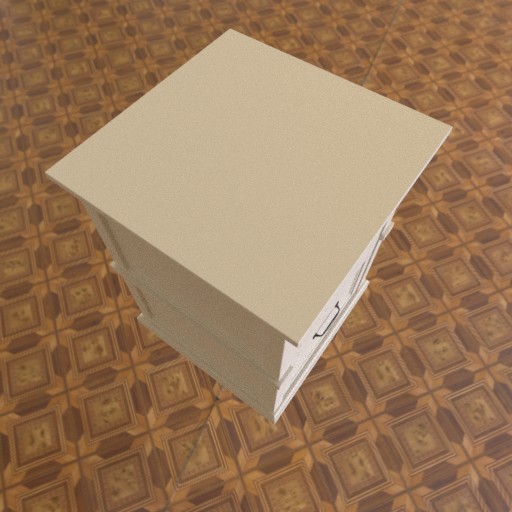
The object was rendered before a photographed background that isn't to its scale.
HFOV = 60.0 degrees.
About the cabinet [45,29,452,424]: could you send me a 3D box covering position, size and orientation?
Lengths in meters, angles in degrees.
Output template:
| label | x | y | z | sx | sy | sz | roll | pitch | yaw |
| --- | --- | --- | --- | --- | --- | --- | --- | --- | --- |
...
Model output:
| label | x | y | z | sx | sy | sz | roll | pitch | yaw |
| --- | --- | --- | --- | --- | --- | --- | --- | --- | --- |
| cabinet | 0.000 | 0.000 | 1.158 | 0.547 | 0.775 | 0.544 | 32 | 64 | 18 |
